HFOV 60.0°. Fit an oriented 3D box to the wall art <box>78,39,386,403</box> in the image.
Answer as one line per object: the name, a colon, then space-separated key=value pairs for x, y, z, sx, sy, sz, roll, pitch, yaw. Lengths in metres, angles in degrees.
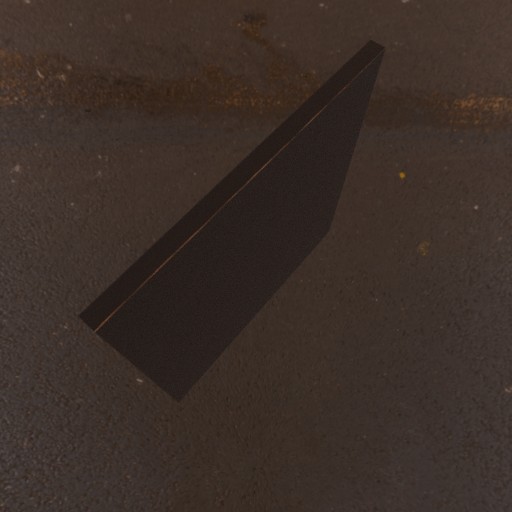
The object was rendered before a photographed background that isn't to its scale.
wall art: x=0.000 y=0.000 z=1.108 sx=0.038 sy=0.762 sz=0.762 roll=37 pitch=70 yaw=16
